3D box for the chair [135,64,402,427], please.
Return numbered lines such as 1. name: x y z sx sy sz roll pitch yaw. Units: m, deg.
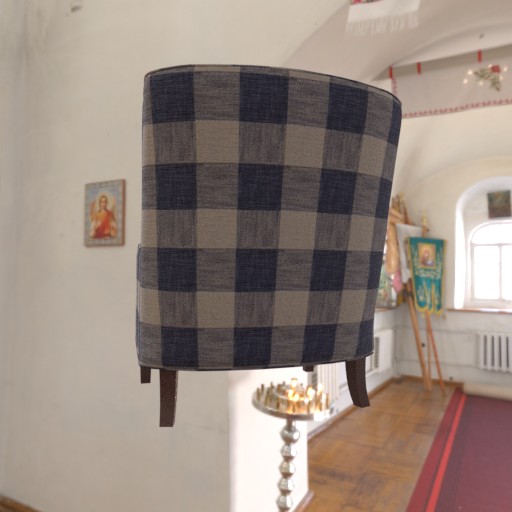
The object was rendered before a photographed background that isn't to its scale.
1. chair: 0.000 0.000 1.620 0.830 1.041 0.889 1 -2 -17
